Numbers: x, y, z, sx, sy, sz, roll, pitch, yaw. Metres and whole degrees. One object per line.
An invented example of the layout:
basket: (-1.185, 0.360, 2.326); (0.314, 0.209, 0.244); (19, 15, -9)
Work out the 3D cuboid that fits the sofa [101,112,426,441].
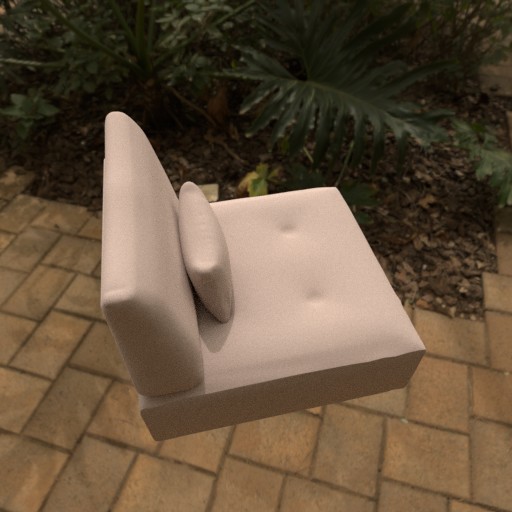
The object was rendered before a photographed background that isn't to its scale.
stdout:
sofa: (0.000, 0.000, 1.681); (1.000, 0.828, 0.935); (-9, 48, -8)
